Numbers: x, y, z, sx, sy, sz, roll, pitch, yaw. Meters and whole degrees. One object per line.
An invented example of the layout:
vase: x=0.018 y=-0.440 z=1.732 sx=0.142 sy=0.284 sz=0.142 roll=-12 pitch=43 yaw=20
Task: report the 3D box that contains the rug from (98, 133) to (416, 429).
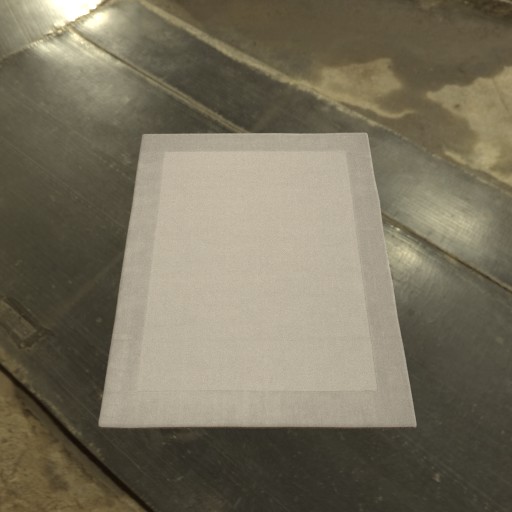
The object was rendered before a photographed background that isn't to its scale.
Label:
rug: x=0.000 y=0.000 z=4.058 sx=2.430 sy=0.018 sz=2.976 roll=0 pitch=62 yaw=0
